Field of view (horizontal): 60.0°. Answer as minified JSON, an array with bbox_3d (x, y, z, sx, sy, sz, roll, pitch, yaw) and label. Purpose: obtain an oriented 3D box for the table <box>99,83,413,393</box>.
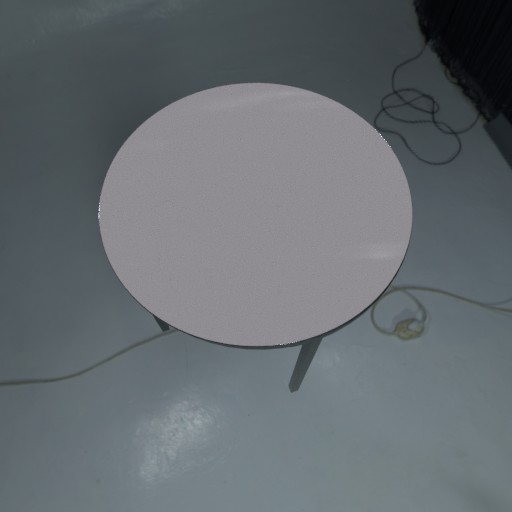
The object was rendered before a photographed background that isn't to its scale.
[{"bbox_3d":[0.000,0.000,0.909,0.499,0.443,0.499,0,63,0],"label":"table"}]
